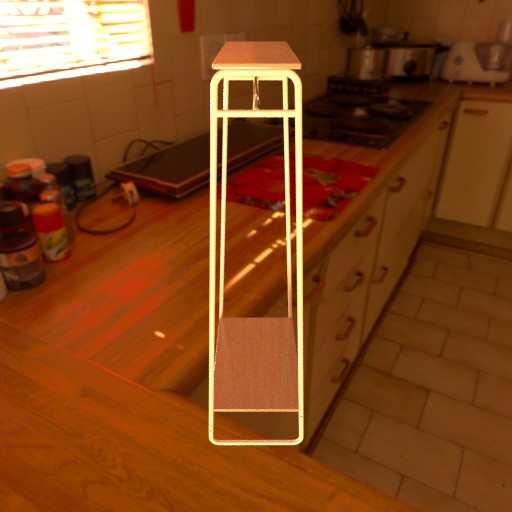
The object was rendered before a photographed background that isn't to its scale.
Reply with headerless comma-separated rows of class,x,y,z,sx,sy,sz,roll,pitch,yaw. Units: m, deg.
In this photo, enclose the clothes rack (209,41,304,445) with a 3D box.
clothes rack,0.000,0.000,1.789,0.400,1.512,0.640,0,30,0
